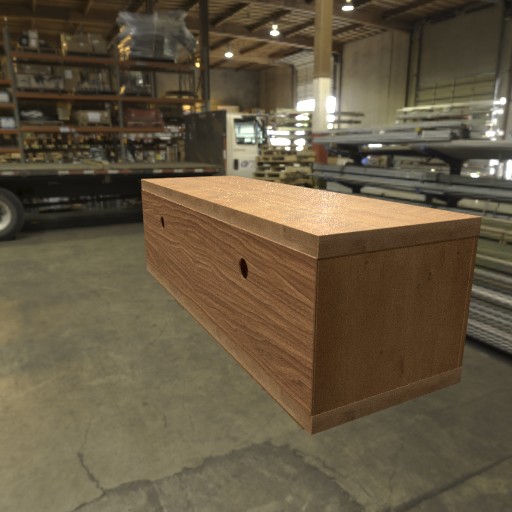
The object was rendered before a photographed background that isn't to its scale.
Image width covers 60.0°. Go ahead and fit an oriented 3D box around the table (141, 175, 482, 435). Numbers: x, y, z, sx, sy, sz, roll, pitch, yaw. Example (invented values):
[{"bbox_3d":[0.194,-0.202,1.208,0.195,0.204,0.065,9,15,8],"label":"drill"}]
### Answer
[{"bbox_3d":[0.000,0.000,1.705,0.499,0.491,1.499,-7,16,-26],"label":"table"}]
